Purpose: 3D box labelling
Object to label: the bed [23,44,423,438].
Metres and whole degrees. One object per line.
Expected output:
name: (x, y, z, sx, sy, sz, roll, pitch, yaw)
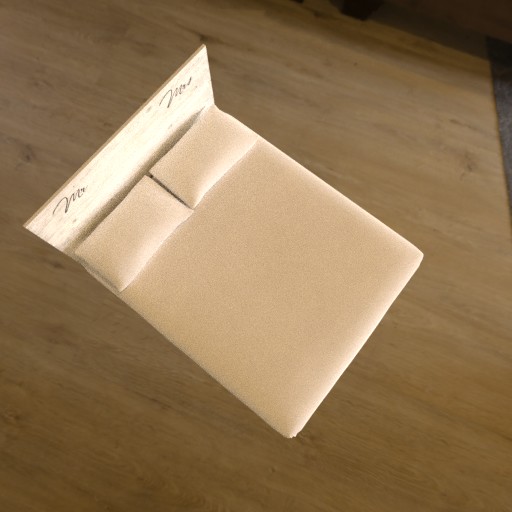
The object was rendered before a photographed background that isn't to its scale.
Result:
bed: (0.000, 0.000, 3.194, 2.094, 1.335, 1.745, 38, 78, 10)
